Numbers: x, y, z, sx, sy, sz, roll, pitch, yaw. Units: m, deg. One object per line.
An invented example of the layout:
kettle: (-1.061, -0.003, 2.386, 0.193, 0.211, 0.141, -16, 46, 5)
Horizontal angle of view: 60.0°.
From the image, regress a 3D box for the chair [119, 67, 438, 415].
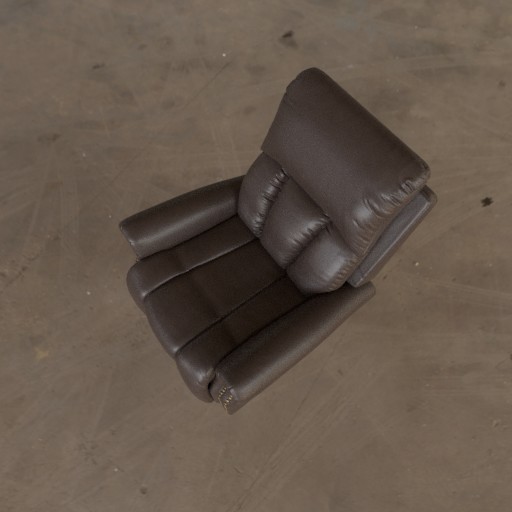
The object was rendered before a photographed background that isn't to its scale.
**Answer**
chair: (0.000, 0.000, 1.753, 0.978, 1.028, 0.869, -33, 67, -15)
